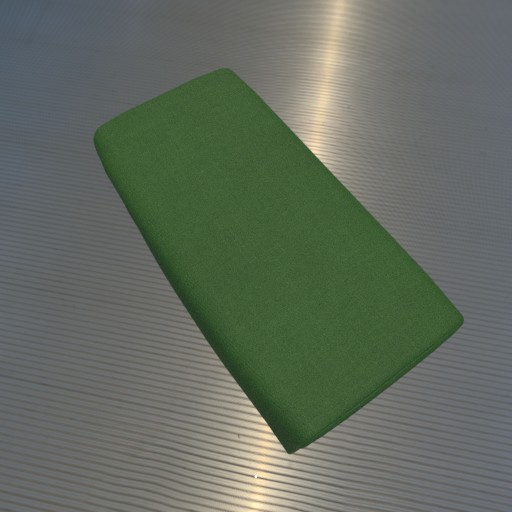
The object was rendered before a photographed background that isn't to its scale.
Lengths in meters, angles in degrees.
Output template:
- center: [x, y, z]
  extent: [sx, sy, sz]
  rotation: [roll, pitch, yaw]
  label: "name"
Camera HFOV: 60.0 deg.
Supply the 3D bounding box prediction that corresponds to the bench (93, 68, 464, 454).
- center: [0.000, 0.000, 1.294]
  extent: [0.505, 0.501, 0.989]
  rotation: [-32, 68, -15]
  label: "bench"
